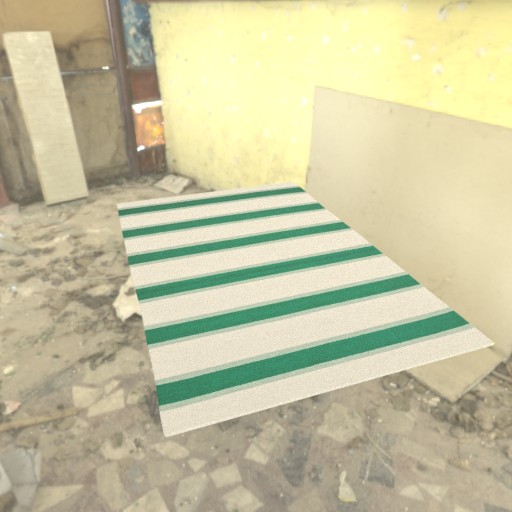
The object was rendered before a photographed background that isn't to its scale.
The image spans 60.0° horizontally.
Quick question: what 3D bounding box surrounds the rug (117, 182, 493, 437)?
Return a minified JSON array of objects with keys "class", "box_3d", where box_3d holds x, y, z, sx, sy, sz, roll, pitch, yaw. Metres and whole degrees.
[{"class":"rug","box_3d":[0.000,0.000,2.204,1.210,0.012,1.829,-10,31,-17]}]
